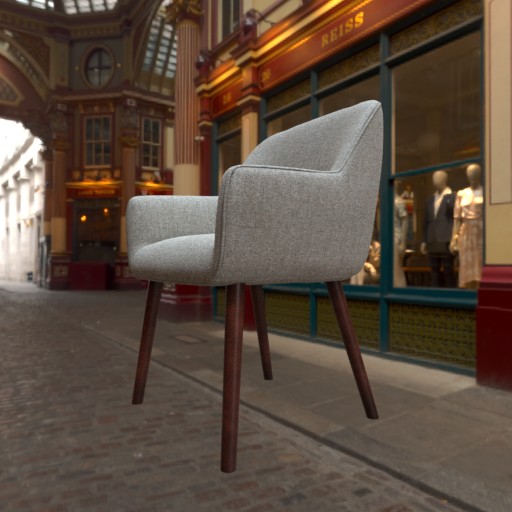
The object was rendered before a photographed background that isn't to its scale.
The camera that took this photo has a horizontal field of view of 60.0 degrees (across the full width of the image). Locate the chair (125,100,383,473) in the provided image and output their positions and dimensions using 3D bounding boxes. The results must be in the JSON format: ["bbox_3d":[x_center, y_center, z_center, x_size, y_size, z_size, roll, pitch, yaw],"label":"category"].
[{"bbox_3d":[0.000,0.000,1.158,0.519,0.803,0.543,0,0,-36],"label":"chair"}]
